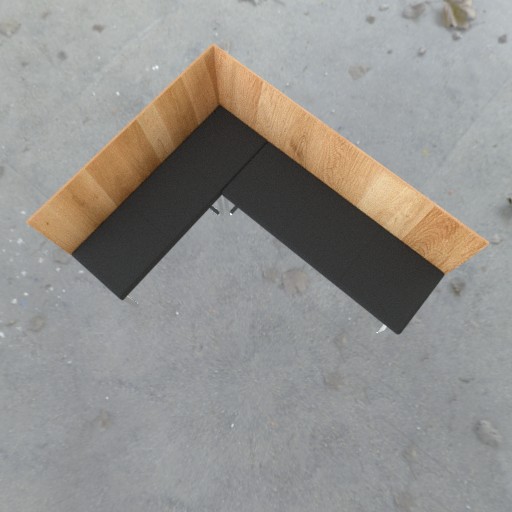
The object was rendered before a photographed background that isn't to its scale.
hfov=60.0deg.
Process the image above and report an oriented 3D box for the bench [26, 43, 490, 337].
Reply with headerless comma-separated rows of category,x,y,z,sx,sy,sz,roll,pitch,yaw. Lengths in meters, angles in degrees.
bench,0.000,0.000,2.784,1.945,0.930,1.495,39,78,10
